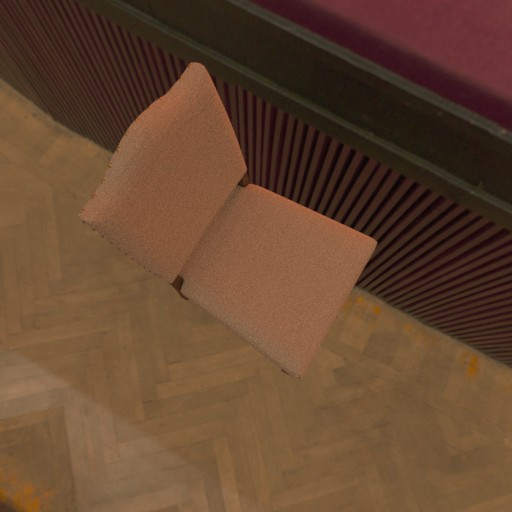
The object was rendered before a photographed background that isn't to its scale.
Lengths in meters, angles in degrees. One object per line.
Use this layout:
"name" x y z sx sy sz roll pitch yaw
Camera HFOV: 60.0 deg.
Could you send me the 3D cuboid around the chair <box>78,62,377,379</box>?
"chair" 0.000 0.000 1.373 0.620 1.020 0.508 31 78 7
